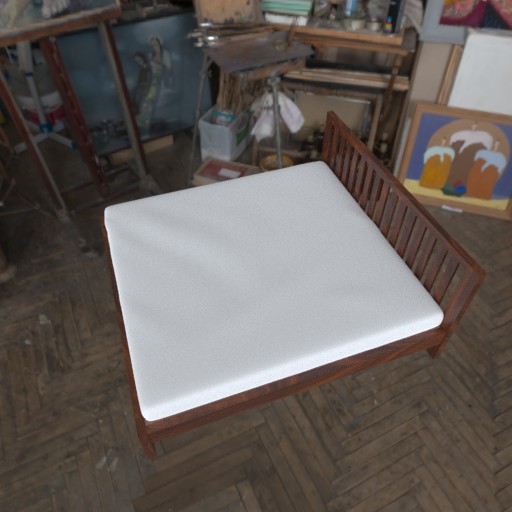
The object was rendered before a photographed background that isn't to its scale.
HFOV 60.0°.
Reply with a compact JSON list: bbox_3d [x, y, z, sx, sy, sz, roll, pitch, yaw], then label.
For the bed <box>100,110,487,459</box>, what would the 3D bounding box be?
[{"bbox_3d":[0.000,0.000,3.153,2.030,0.890,1.905,-15,48,-13],"label":"bed"}]
